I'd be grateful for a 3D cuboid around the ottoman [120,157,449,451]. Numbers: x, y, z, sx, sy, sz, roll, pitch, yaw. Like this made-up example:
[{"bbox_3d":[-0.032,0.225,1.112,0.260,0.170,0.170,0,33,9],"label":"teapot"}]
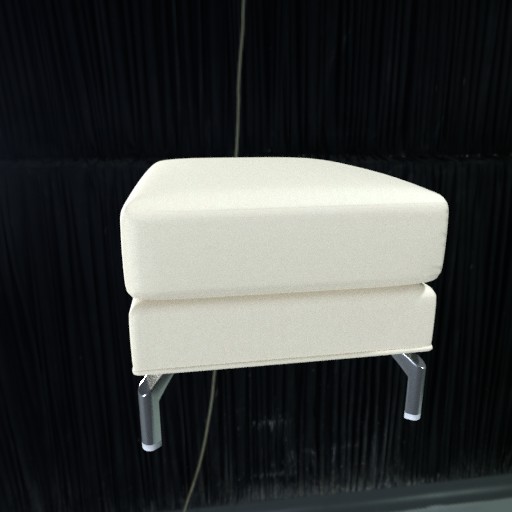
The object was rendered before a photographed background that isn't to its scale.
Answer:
[{"bbox_3d":[0.000,0.000,1.176,0.581,0.497,0.835,-3,16,-9],"label":"ottoman"}]
